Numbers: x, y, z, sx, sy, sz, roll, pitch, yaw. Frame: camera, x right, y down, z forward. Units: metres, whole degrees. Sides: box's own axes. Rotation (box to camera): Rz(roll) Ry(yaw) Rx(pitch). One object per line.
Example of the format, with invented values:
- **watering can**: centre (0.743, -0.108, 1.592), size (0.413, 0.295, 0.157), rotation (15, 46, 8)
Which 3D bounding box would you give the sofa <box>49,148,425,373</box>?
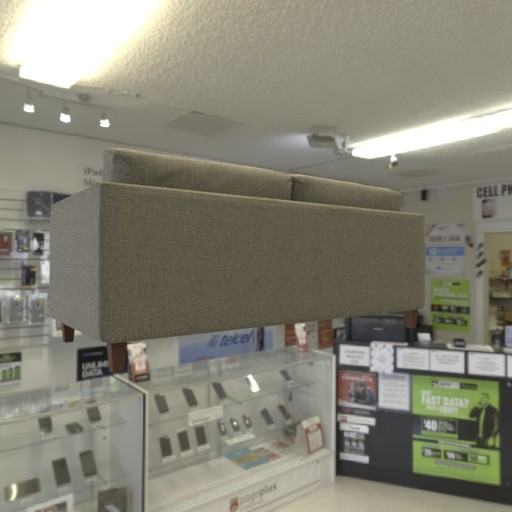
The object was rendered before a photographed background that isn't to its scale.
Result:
- **sofa**: centre (0.000, 0.000, 2.744), size (2.208, 0.960, 0.956), rotation (0, -1, -36)
